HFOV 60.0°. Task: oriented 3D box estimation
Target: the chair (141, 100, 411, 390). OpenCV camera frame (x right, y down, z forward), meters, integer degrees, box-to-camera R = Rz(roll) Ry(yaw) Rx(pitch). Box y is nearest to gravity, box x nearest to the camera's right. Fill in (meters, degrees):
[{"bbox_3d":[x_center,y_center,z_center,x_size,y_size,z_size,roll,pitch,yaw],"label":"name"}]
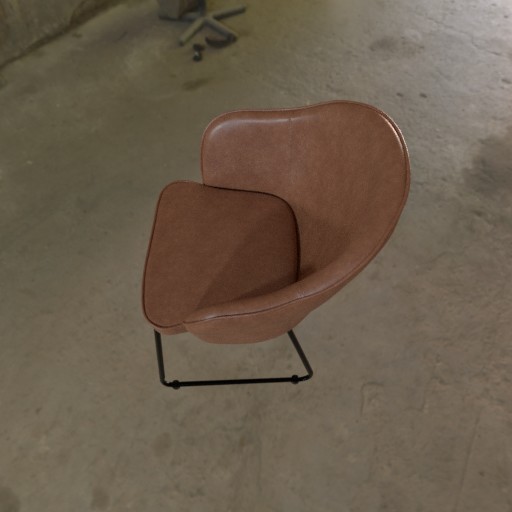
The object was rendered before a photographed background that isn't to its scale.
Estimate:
[{"bbox_3d":[0.000,0.000,1.179,0.580,0.785,0.582,1,58,0],"label":"chair"}]
